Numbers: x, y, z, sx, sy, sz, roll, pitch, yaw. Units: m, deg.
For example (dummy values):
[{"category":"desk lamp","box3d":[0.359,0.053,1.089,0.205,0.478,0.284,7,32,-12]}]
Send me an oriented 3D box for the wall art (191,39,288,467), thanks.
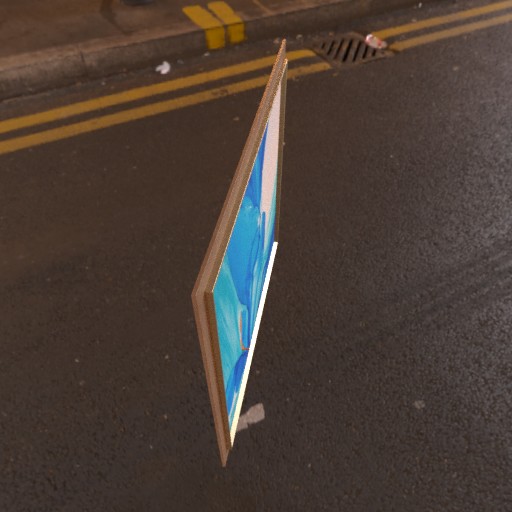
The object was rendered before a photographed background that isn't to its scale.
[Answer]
[{"category":"wall art","box3d":[0.000,0.000,1.622,0.025,1.067,1.168,8,49,7]}]
